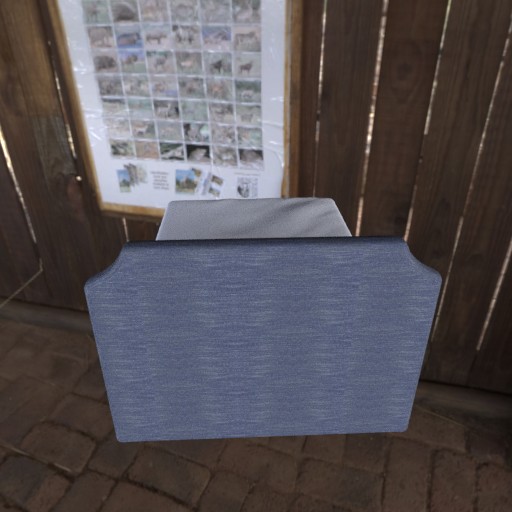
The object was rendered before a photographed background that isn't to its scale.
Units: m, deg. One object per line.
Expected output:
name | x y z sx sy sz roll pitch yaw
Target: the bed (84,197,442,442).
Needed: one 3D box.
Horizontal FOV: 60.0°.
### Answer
bed | 0.000 0.000 3.183 1.693 1.290 2.116 -1 30 -2
